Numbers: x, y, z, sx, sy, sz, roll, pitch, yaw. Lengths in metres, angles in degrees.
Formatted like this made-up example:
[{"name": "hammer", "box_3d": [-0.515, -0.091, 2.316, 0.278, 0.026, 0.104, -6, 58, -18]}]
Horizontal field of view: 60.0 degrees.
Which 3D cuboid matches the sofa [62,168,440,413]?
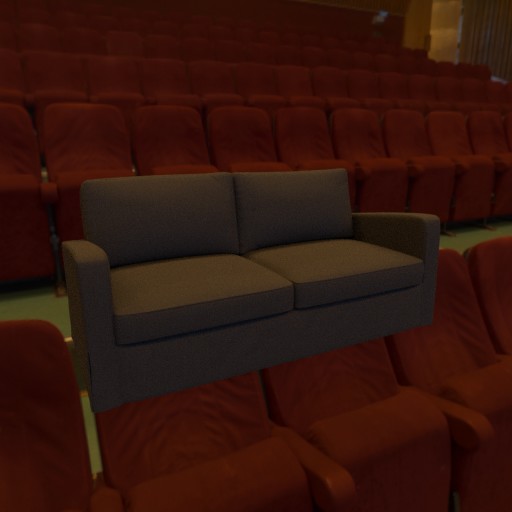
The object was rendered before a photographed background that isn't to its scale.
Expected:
[{"name": "sofa", "box_3d": [0.000, 0.000, 2.356, 1.852, 0.839, 0.898, -8, 17, -26]}]
